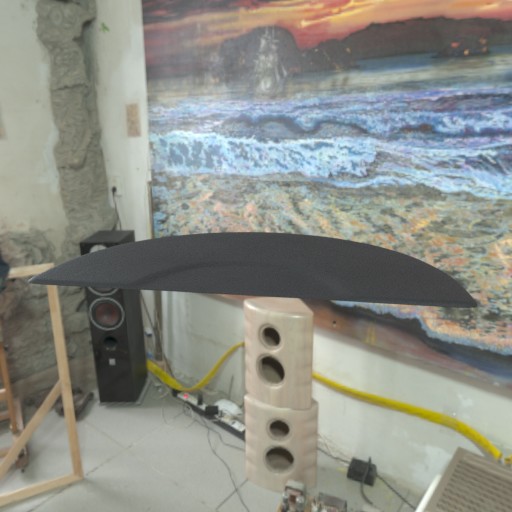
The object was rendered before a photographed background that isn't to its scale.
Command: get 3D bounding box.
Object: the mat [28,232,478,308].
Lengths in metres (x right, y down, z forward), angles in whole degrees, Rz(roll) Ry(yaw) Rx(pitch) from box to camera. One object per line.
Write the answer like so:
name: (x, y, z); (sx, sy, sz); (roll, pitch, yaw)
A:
mat: (0.000, 0.000, 1.885); (1.525, 0.016, 0.917); (2, 16, 8)
